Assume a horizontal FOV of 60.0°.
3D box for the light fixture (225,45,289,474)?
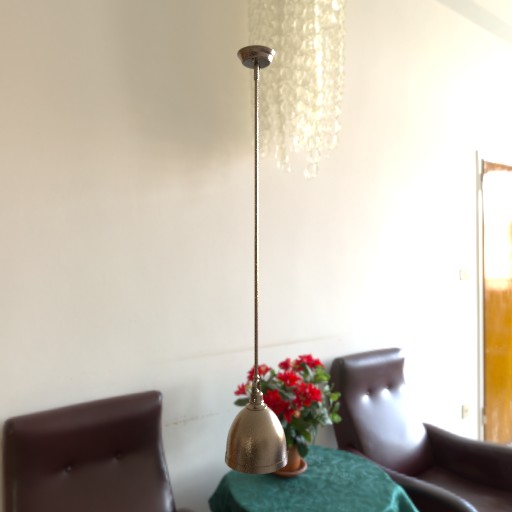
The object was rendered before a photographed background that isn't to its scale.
[{"bbox_3d":[0.000,0.000,1.495,0.211,1.367,0.217,0,0,18],"label":"light fixture"}]
